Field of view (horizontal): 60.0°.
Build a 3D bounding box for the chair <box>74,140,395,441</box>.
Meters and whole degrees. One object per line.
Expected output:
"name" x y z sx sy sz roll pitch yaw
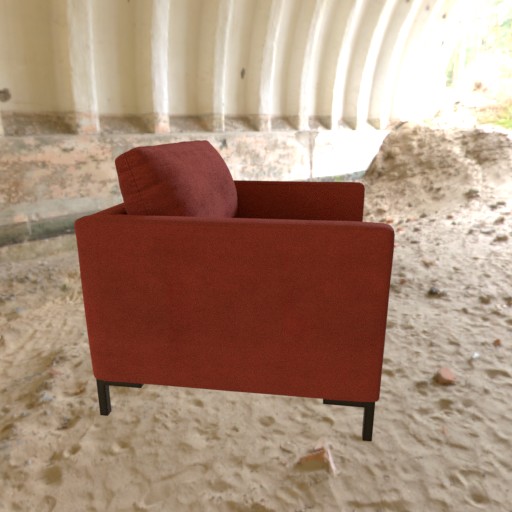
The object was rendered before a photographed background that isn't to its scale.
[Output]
"chair" 0.000 0.000 1.635 0.875 0.812 0.964 2 17 8
